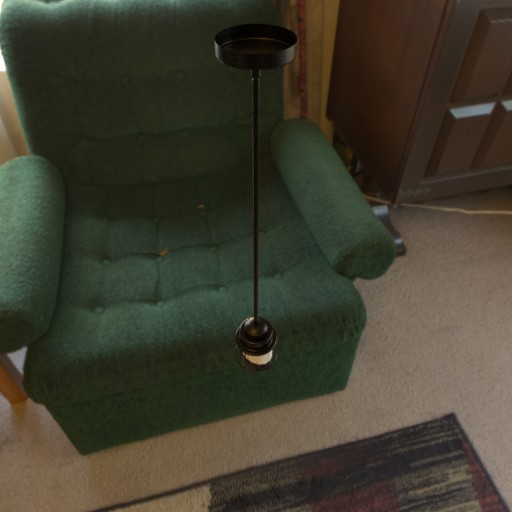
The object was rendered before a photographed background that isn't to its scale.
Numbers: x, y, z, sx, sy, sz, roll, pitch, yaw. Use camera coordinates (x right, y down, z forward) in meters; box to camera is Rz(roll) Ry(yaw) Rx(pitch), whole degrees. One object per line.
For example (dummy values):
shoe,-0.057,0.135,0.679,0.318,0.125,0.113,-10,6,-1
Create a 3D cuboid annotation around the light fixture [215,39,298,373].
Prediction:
light fixture,0.000,0.000,0.984,0.123,0.920,0.123,-24,50,-22
